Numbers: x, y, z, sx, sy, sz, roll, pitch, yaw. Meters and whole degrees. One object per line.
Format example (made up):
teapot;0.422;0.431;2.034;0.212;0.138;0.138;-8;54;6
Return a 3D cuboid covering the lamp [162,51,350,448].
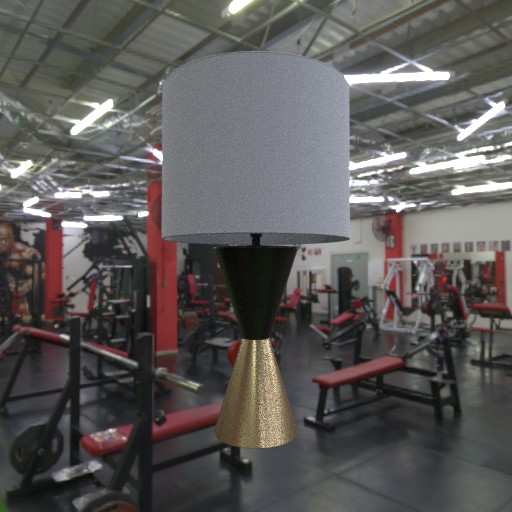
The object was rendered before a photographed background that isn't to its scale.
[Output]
lamp;0.000;0.000;0.730;0.304;0.573;0.304;1;-2;-37
